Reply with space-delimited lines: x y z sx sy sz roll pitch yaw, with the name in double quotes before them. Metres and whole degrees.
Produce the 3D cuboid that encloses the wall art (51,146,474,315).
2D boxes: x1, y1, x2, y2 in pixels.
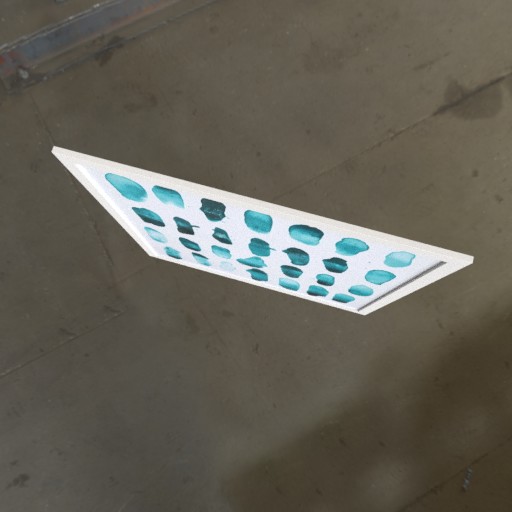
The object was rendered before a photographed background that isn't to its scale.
"wall art" 0.000 0.000 0.838 0.558 0.559 0.009 15 76 4
